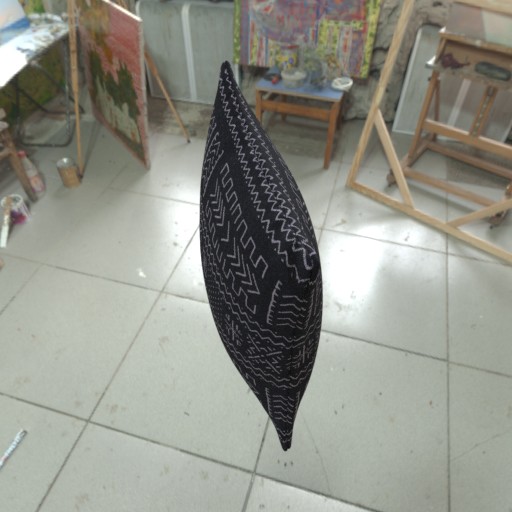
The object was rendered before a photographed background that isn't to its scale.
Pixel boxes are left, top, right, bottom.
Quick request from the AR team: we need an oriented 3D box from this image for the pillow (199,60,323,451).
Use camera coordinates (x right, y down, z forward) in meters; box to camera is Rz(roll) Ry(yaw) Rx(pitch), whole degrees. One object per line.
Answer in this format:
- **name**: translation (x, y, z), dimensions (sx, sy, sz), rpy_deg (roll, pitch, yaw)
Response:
- **pillow**: translation (0.000, 0.000, 0.674), dimensions (0.164, 0.430, 0.438), rpy_deg (-10, 47, -9)
